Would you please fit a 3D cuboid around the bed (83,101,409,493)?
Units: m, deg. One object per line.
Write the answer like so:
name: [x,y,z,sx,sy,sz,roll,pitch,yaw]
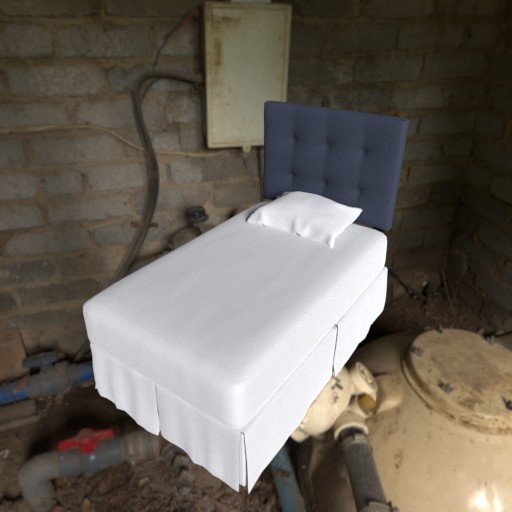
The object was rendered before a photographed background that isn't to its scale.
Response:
bed: [0.000,0.000,2.924,1.261,1.571,1.997,19,35,30]
